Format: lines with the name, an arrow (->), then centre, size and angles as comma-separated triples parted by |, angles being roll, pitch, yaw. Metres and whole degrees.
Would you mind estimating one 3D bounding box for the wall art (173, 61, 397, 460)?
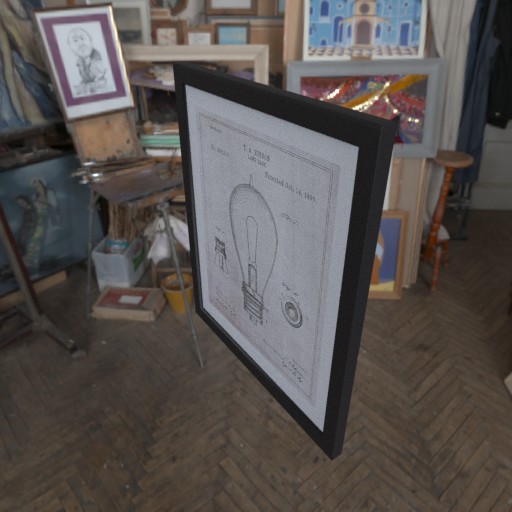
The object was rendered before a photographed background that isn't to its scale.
wall art -> 0.000, 0.000, 0.693 | 0.021, 0.509, 0.430 | -20, 38, -29
